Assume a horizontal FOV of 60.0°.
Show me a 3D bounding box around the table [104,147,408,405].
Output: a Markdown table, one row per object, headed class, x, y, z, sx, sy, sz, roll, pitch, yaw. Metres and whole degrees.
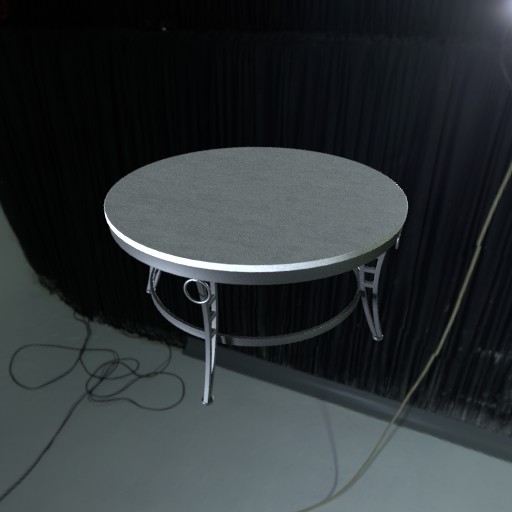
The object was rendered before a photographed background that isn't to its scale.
| class | x | y | z | sx | sy | sz | roll | pitch | yaw |
| --- | --- | --- | --- | --- | --- | --- | --- | --- | --- |
| table | 0.000 | 0.000 | 1.472 | 0.889 | 0.470 | 0.889 | 0 | 30 | 0 |
